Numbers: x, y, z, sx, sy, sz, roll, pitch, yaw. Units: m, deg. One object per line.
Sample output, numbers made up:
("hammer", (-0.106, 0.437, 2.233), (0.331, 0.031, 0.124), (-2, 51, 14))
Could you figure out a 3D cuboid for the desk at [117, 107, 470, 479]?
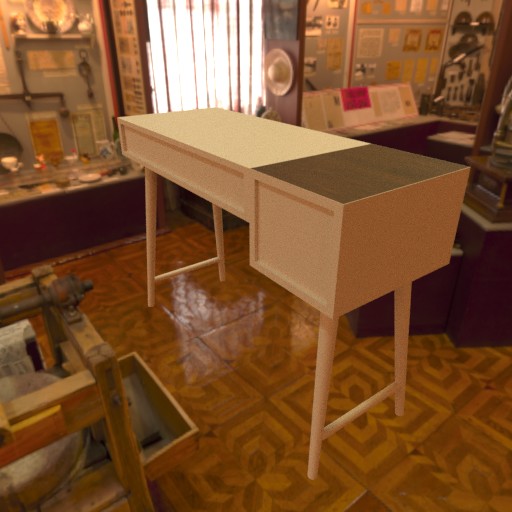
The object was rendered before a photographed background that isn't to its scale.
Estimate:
("desk", (0.000, 0.000, 1.431), (0.409, 0.761, 1.069), (-18, 32, -32))
